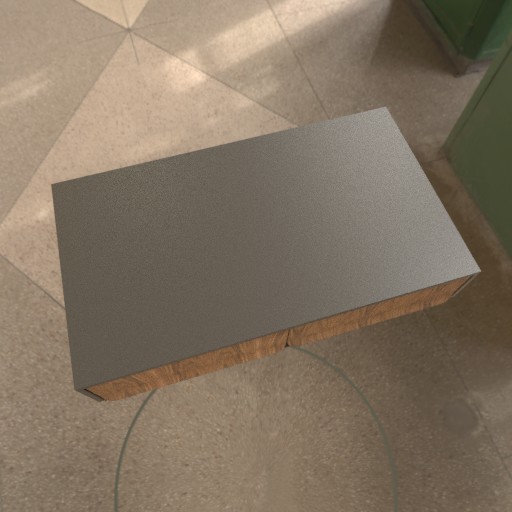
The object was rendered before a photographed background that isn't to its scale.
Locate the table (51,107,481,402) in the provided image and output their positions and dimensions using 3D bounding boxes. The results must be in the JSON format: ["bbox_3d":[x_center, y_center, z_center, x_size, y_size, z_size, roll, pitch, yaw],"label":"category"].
[{"bbox_3d":[0.000,0.000,1.568,1.201,0.404,0.703,-15,64,-7],"label":"table"}]
